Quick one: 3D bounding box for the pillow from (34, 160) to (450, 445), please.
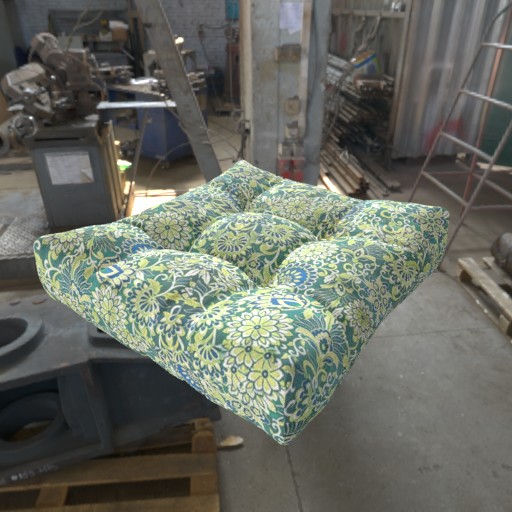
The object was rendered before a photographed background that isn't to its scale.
[{"bbox_3d":[0.000,0.000,0.703,0.468,0.128,0.490,21,36,32],"label":"pillow"}]
